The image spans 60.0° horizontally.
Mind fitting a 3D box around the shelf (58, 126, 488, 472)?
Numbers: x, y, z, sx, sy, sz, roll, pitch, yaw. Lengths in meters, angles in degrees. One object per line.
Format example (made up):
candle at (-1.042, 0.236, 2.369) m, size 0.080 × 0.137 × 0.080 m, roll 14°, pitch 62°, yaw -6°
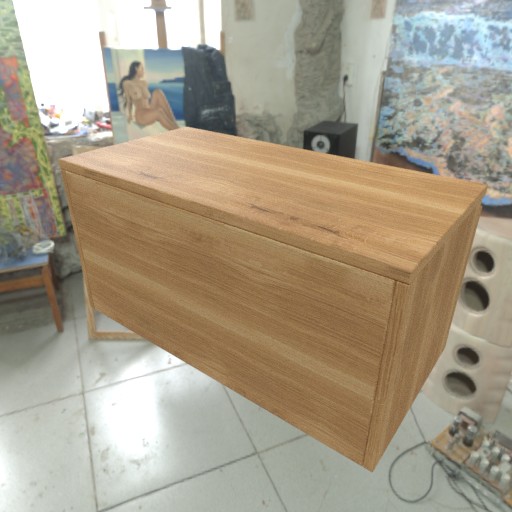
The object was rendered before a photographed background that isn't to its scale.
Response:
shelf at (0.000, 0.000, 1.007) m, size 0.800 × 0.400 × 0.400 m, roll 20°, pitch 35°, yaw 32°
